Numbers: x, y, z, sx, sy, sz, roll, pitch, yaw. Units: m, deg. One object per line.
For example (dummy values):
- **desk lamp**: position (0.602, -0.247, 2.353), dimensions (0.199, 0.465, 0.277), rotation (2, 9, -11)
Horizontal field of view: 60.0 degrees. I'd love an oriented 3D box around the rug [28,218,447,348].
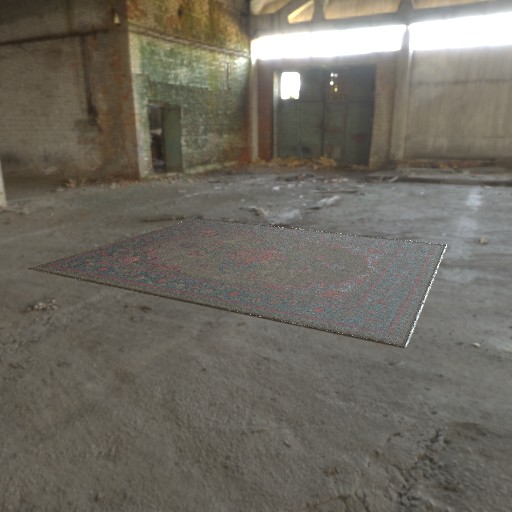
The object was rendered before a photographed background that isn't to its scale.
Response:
- **rug**: position (0.000, 0.000, 4.074), dimensions (3.057, 0.013, 2.434), rotation (8, 18, 26)
